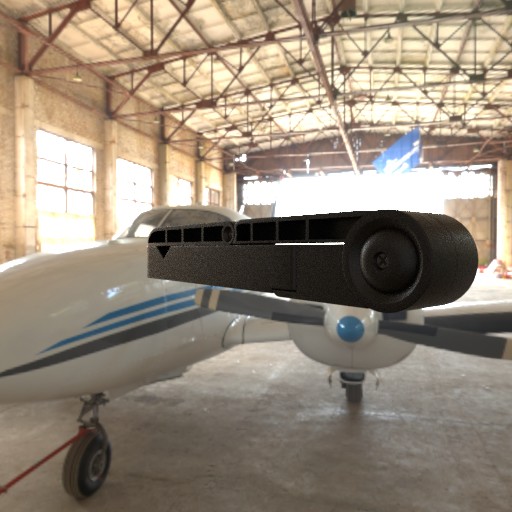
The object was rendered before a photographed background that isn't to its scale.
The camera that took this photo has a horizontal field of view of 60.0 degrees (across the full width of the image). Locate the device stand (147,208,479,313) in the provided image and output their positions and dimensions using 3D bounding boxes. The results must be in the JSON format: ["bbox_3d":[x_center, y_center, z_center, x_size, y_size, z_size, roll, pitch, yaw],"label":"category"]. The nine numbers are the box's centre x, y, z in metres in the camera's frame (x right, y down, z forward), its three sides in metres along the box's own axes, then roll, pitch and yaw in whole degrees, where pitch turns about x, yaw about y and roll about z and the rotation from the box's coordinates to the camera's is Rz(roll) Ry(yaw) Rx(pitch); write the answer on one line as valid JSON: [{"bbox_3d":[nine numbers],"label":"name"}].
[{"bbox_3d":[0.000,0.000,0.191,0.026,0.030,0.179,-1,1,-37],"label":"device stand"}]
